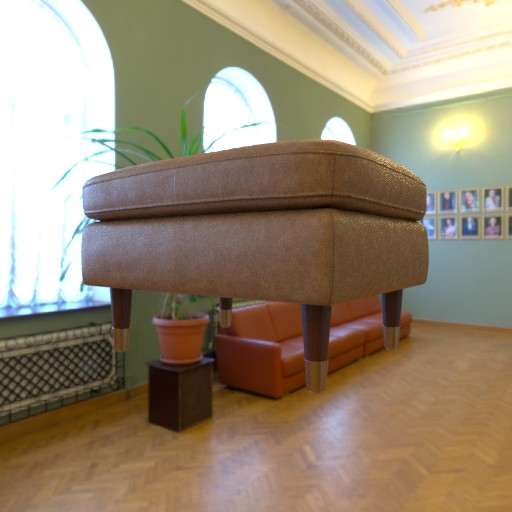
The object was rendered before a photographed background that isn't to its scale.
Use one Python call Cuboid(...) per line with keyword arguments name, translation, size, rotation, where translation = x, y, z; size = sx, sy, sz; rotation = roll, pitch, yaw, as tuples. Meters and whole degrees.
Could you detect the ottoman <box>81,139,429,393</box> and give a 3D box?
Cuboid(name="ottoman", translation=(0.000, 0.000, 1.134), size=(0.747, 0.478, 0.593), rotation=(1, 1, 35))
